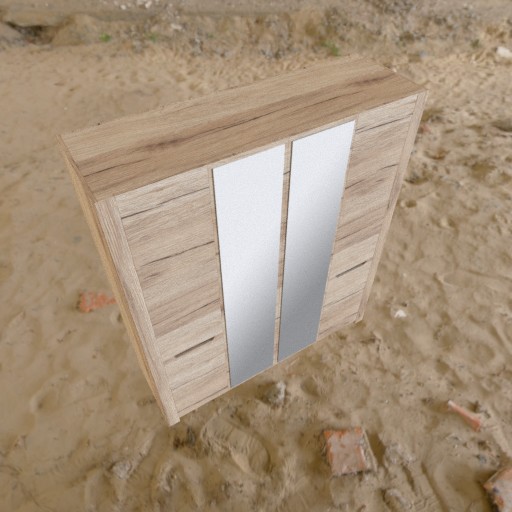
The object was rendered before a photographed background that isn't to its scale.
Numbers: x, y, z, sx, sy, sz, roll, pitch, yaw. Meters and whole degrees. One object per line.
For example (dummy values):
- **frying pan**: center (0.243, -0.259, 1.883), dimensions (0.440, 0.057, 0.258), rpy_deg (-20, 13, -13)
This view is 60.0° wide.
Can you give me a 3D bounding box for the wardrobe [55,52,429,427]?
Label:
- **wardrobe**: center (0.000, 0.000, 2.937), dimensions (1.810, 2.070, 0.580), rpy_deg (-24, 51, -21)
